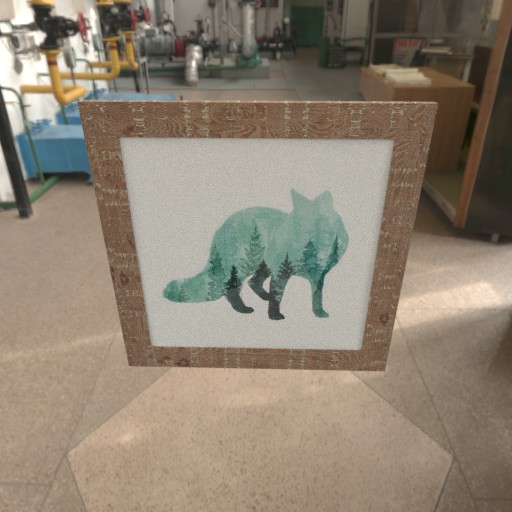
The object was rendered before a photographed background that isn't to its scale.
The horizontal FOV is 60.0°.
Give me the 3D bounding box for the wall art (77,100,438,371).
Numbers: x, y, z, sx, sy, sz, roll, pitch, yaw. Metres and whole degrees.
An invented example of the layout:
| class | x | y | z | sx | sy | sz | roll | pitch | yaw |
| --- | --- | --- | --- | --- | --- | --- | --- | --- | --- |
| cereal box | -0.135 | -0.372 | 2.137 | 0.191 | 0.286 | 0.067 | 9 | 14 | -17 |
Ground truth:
| class | x | y | z | sx | sy | sz | roll | pitch | yaw |
| --- | --- | --- | --- | --- | --- | --- | --- | --- | --- |
| wall art | 0.000 | 0.000 | 0.573 | 0.384 | 0.384 | 0.012 | 1 | 30 | 1 |
